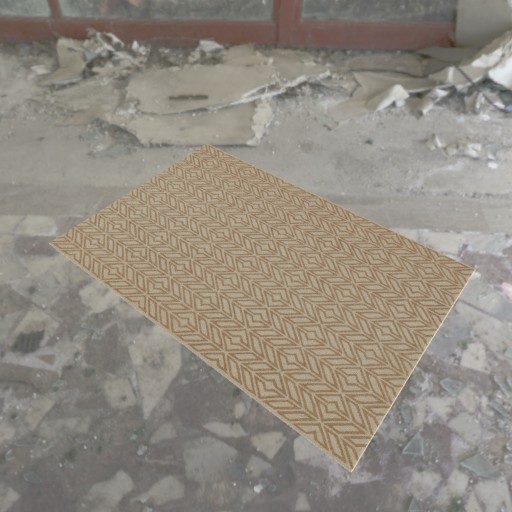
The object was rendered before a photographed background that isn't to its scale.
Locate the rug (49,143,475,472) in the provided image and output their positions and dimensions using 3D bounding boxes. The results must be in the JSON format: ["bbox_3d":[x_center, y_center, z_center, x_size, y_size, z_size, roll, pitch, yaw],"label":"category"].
[{"bbox_3d":[0.000,0.000,2.274,1.828,0.007,1.220,30,53,25],"label":"rug"}]
